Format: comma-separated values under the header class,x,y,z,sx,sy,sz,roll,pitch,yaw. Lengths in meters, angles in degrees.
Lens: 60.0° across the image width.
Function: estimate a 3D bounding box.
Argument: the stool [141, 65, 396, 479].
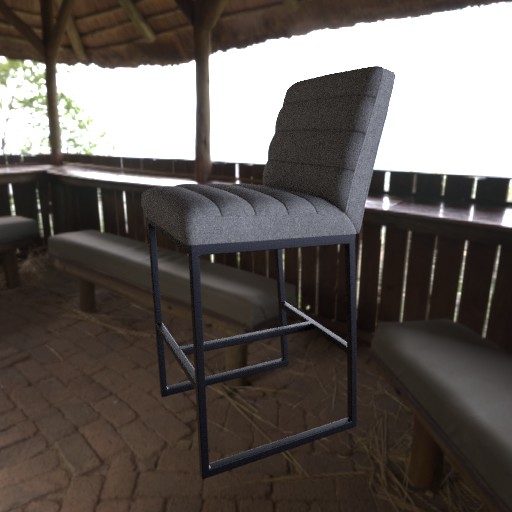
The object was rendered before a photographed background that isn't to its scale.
class,x,y,z,sx,sy,sz,roll,pitch,yaw
stool,0.000,0.000,1.312,0.571,1.034,0.459,-7,17,-25
